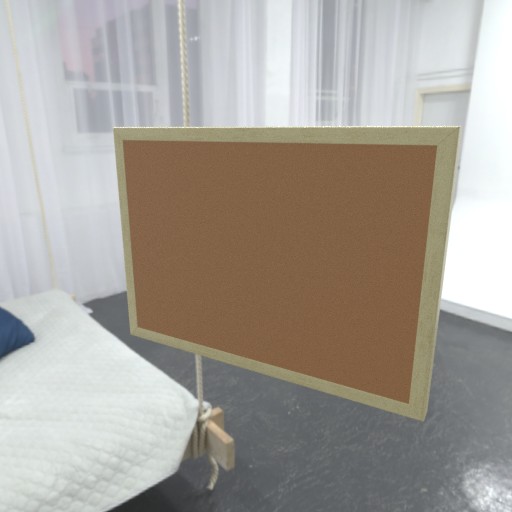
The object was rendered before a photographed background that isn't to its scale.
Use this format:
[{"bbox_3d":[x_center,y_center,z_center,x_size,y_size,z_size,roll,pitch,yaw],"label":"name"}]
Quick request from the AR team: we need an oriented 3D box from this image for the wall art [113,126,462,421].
[{"bbox_3d":[0.000,0.000,0.680,0.533,0.381,0.032,9,18,28],"label":"wall art"}]
